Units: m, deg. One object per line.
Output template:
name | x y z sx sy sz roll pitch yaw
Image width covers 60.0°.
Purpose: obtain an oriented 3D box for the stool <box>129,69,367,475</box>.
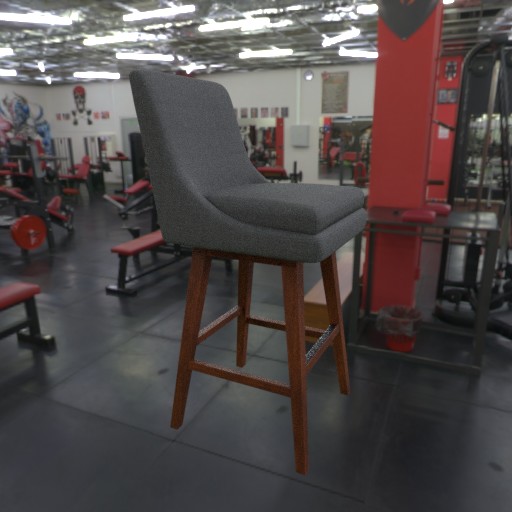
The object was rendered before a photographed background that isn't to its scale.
stool | 0.000 0.000 1.258 0.524 0.977 0.447 8 17 26
